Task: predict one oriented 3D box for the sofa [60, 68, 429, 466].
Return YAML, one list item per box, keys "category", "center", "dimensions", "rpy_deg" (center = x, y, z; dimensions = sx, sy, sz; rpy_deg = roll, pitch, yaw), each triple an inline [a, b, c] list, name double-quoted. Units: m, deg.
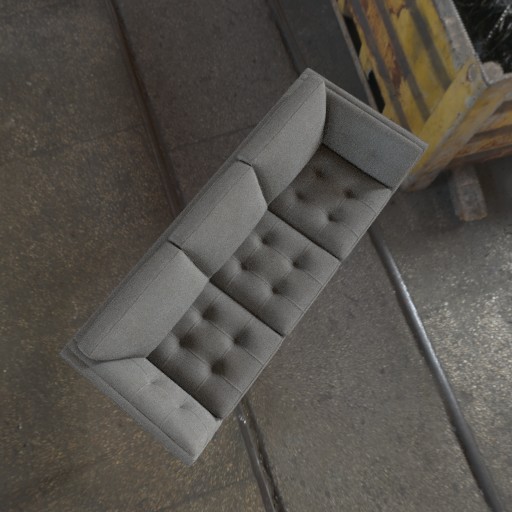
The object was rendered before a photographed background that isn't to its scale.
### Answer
- category: "sofa"
  center: [0.000, 0.000, 2.946]
  dimensions: [0.965, 0.940, 2.387]
  rpy_deg: [37, 78, 9]
